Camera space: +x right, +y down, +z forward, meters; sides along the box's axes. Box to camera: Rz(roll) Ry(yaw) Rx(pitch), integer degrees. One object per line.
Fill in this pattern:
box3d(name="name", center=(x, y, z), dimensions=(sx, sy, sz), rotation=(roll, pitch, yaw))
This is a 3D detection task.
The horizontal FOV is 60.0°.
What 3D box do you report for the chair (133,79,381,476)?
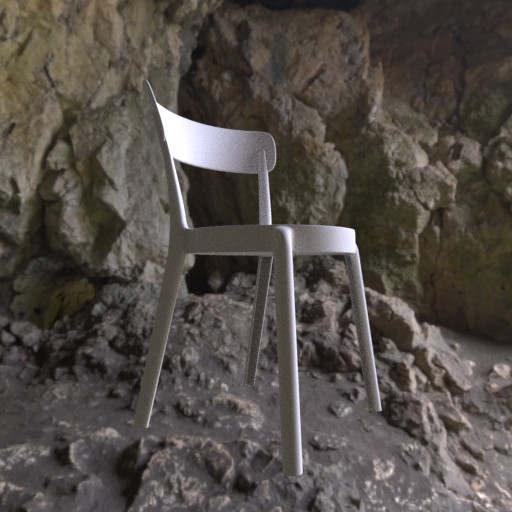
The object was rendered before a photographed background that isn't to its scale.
box3d(name="chair", center=(0.000, 0.000, 1.107), dimensions=(0.491, 0.790, 0.506), rotation=(-1, -1, 35))
